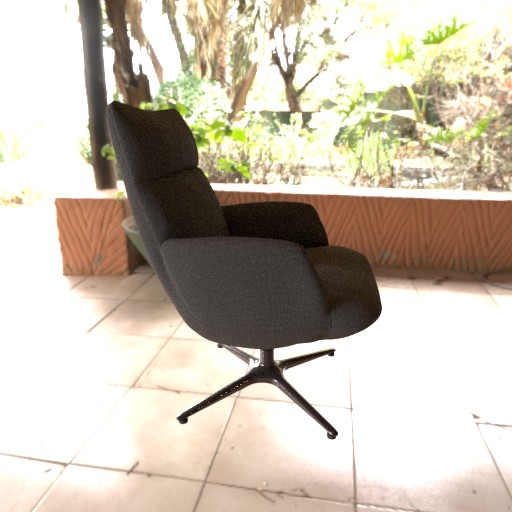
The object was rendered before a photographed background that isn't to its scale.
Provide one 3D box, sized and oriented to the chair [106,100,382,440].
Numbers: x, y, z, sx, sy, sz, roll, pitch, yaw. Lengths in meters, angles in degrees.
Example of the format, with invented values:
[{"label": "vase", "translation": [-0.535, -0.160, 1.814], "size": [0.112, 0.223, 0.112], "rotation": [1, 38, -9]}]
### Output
[{"label": "chair", "translation": [0.000, 0.000, 1.516], "size": [0.831, 0.984, 0.702], "rotation": [3, 16, 9]}]
